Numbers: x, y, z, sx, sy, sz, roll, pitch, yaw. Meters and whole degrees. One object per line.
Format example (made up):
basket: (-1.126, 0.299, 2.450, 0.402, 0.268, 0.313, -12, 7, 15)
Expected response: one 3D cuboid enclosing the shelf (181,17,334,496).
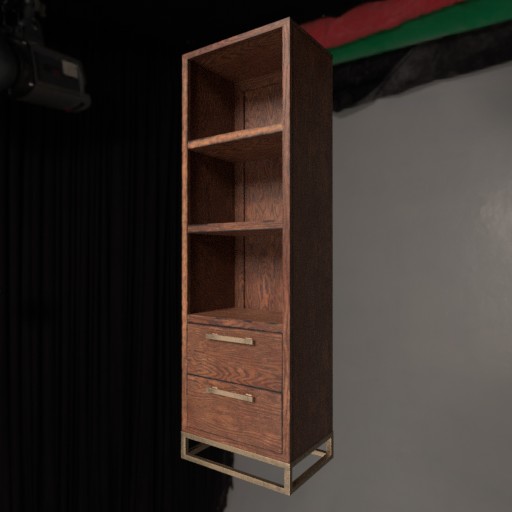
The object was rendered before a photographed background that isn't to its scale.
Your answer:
shelf: (0.000, 0.000, 1.898, 0.539, 1.732, 0.395, 0, 0, 35)
